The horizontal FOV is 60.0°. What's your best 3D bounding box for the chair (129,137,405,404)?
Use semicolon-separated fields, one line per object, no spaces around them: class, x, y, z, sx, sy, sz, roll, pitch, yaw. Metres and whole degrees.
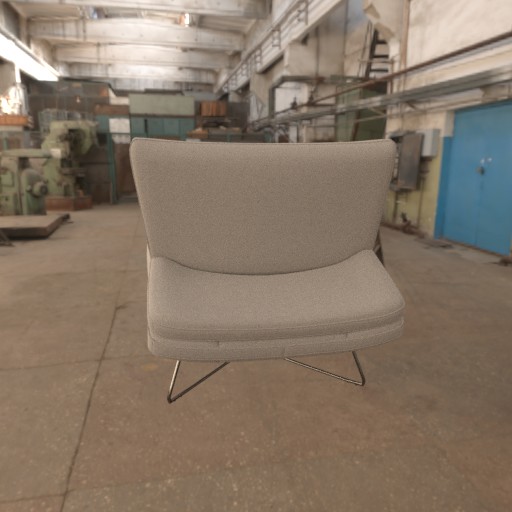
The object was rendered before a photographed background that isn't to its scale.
chair;0.000;0.000;1.696;0.859;0.855;1.008;-2;13;-9
